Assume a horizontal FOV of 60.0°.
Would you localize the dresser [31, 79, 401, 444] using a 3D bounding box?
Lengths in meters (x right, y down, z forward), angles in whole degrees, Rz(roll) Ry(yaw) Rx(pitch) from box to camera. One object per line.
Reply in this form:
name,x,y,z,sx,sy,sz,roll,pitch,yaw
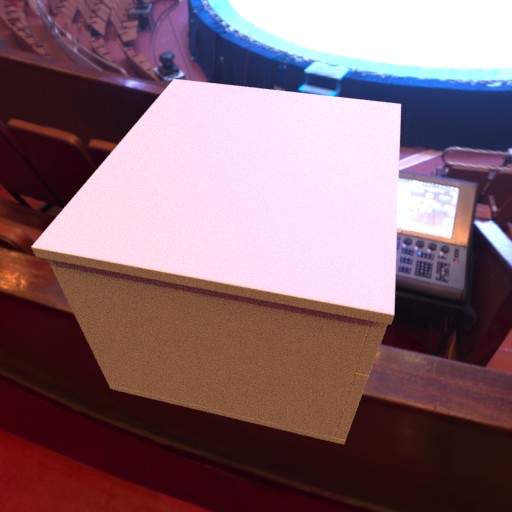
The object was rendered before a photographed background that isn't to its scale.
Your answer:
dresser,0.000,0.000,0.723,0.400,0.360,0.430,10,47,9
